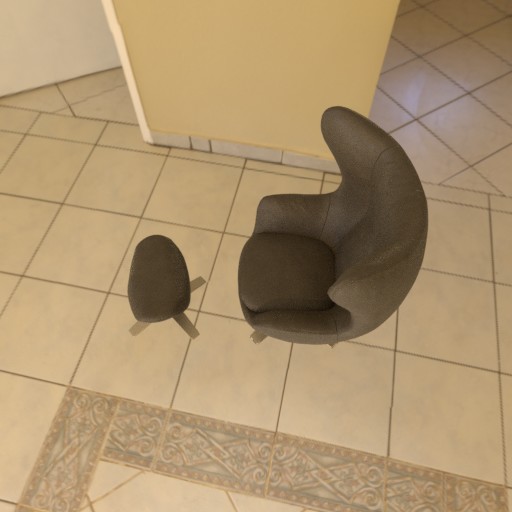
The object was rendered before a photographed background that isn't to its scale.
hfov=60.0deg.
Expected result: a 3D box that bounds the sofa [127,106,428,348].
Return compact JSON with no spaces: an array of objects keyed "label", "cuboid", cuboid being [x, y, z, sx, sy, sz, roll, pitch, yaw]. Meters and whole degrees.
[{"label":"sofa","cuboid":[0.000,0.000,2.146,1.444,1.135,0.894,2,59,1]}]
